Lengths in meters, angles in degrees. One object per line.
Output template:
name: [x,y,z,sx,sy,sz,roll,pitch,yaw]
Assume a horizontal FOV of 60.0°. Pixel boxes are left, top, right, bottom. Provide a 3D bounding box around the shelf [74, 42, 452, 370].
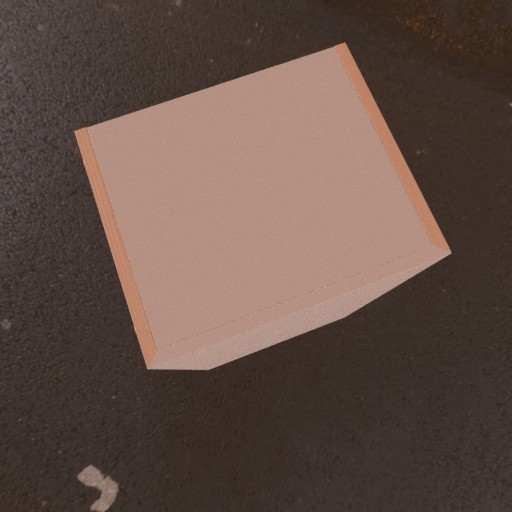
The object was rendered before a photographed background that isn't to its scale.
shelf: [0.000,0.000,0.792,0.350,0.600,0.290,-20,76,-5]
